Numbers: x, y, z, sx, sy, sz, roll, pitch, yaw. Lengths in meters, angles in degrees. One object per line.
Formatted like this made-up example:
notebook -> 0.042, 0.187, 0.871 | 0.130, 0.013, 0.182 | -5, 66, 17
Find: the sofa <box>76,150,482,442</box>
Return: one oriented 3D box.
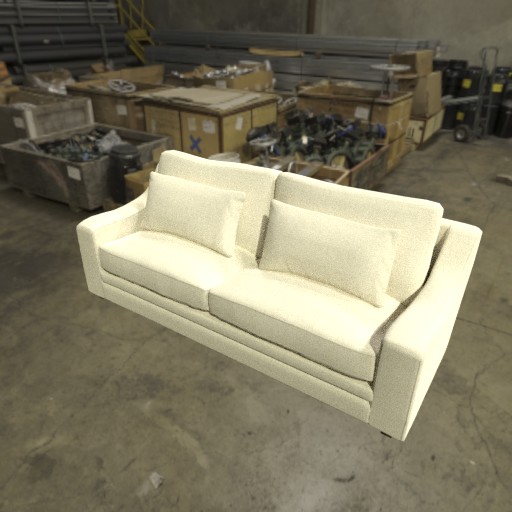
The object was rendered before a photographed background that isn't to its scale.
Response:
sofa -> 0.000, 0.000, 2.937 | 2.470, 1.022, 1.009 | 18, 34, 29
